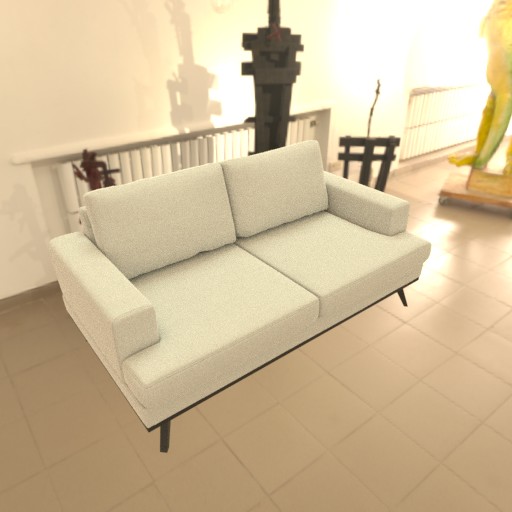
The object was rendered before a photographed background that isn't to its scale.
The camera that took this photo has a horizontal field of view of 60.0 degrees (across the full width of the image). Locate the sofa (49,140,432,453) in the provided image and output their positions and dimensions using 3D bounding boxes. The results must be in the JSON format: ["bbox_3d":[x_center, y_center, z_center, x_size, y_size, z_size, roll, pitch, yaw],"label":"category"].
[{"bbox_3d":[0.000,0.000,2.174,1.650,0.810,0.920,-21,36,-32],"label":"sofa"}]
